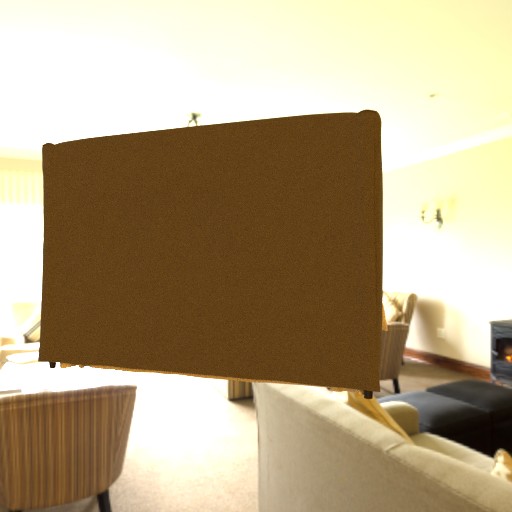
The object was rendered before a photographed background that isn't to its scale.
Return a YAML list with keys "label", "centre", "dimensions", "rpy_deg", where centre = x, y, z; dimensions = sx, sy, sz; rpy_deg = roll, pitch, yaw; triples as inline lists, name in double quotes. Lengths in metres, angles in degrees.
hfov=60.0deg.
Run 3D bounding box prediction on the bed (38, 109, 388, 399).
- label: "bed"
  centre: [0.000, 0.000, 3.343]
  dimensions: [1.925, 1.332, 2.276]
  rpy_deg: [0, -1, 18]
